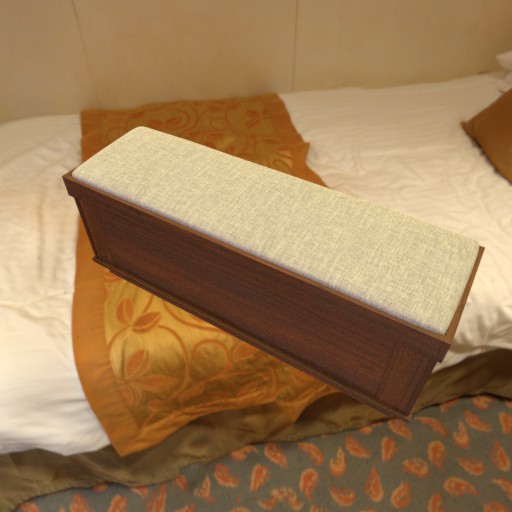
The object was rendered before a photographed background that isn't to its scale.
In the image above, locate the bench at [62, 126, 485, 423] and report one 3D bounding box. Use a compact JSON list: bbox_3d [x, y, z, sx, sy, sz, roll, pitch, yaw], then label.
[{"bbox_3d":[0.000,0.000,1.415,1.196,0.468,0.367,23,49,22],"label":"bench"}]
